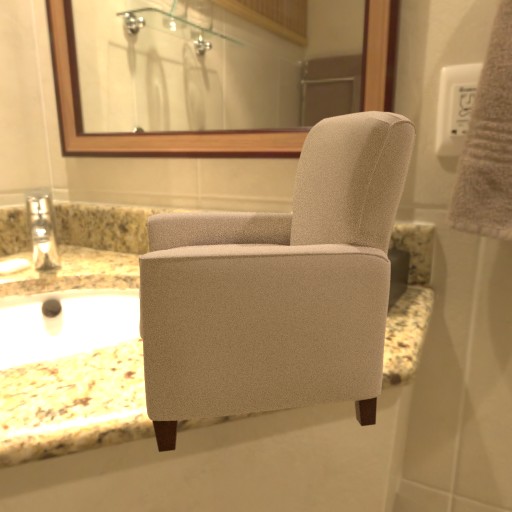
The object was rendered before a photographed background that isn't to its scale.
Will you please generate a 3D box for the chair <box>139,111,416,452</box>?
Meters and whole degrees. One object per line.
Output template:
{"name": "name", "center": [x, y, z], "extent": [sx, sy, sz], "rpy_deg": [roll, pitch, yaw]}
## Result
{"name": "chair", "center": [0.000, 0.000, 1.668], "extent": [0.858, 1.028, 0.841], "rpy_deg": [-3, 14, -11]}
